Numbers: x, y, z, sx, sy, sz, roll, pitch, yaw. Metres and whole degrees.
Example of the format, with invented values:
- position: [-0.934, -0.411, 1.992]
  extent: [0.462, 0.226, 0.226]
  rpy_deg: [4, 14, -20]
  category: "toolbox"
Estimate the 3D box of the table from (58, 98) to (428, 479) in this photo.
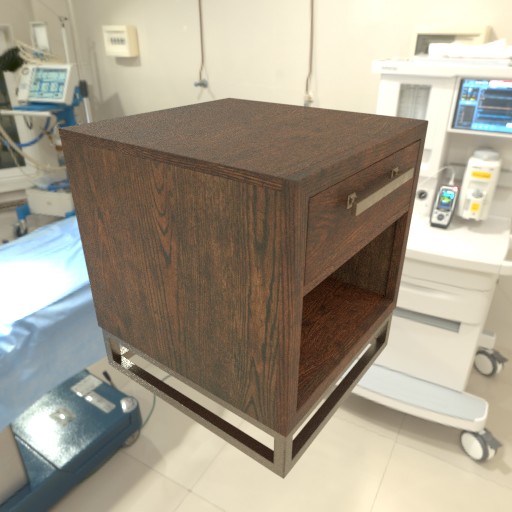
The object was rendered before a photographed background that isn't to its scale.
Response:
- position: [0.000, 0.000, 1.008]
  extent: [0.566, 0.582, 0.506]
  rpy_deg: [19, 33, 32]
  category: "table"
